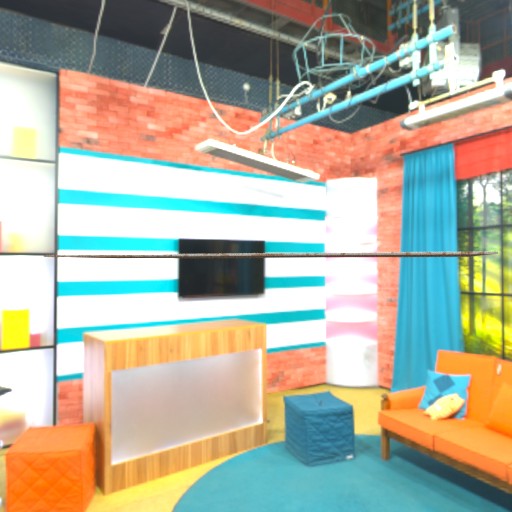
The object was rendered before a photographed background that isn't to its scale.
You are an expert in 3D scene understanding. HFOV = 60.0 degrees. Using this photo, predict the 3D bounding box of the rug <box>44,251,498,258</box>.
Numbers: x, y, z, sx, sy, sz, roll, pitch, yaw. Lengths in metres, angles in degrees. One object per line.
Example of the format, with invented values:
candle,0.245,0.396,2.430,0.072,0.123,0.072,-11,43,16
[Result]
rug,0.000,0.000,2.639,2.435,0.011,0.750,0,-1,18
